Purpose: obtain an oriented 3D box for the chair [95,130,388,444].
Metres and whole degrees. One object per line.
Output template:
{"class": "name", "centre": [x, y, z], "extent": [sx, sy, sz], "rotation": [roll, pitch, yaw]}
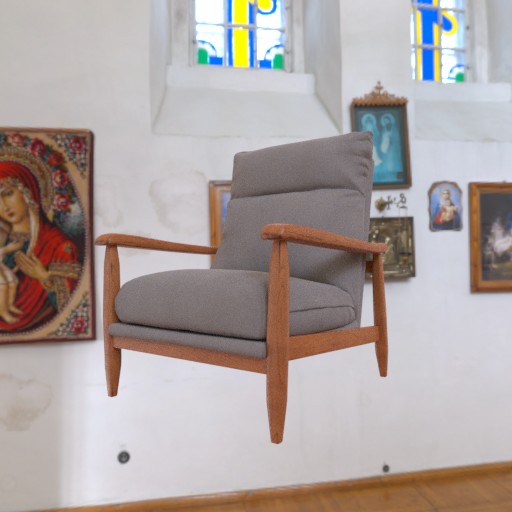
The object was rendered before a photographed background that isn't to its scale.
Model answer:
{"class": "chair", "centre": [0.000, 0.000, 1.570], "extent": [0.782, 0.922, 0.816], "rotation": [0, -1, 35]}
